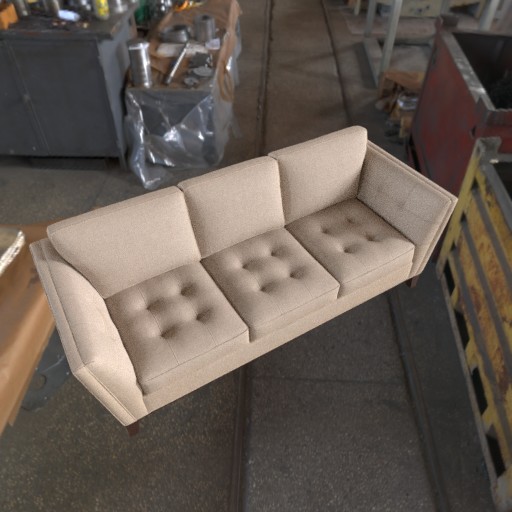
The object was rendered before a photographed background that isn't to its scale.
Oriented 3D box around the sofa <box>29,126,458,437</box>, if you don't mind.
[{"bbox_3d":[0.000,0.000,2.819,2.388,0.940,0.965,-23,49,-22],"label":"sofa"}]
